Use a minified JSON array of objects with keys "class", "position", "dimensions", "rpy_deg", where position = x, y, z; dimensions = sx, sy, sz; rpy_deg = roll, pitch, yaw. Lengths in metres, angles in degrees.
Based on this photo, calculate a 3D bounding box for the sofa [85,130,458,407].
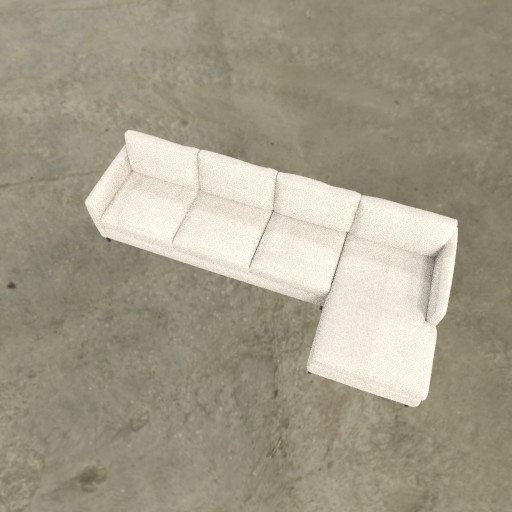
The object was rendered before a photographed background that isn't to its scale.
[{"class":"sofa","position":[0.000,0.000,2.955],"dimensions":[2.445,0.677,1.126],"rpy_deg":[17,60,10]}]
